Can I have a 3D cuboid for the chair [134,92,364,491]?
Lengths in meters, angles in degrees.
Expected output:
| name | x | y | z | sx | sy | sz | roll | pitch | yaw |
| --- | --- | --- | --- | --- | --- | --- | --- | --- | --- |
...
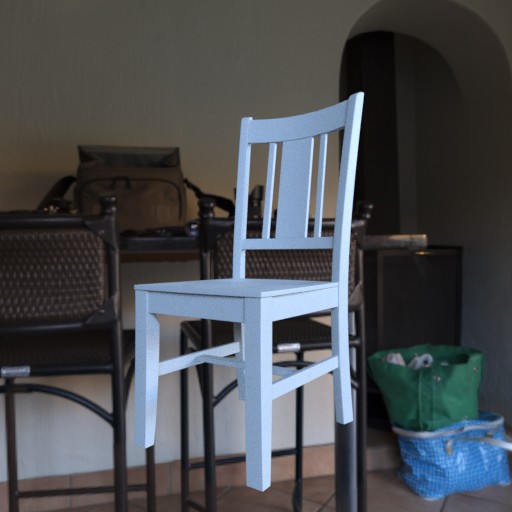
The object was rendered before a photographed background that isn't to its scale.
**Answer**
| name | x | y | z | sx | sy | sz | roll | pitch | yaw |
| --- | --- | --- | --- | --- | --- | --- | --- | --- | --- |
| chair | 0.000 | 0.000 | 1.273 | 0.450 | 0.998 | 0.555 | 0 | 0 | 35 |
